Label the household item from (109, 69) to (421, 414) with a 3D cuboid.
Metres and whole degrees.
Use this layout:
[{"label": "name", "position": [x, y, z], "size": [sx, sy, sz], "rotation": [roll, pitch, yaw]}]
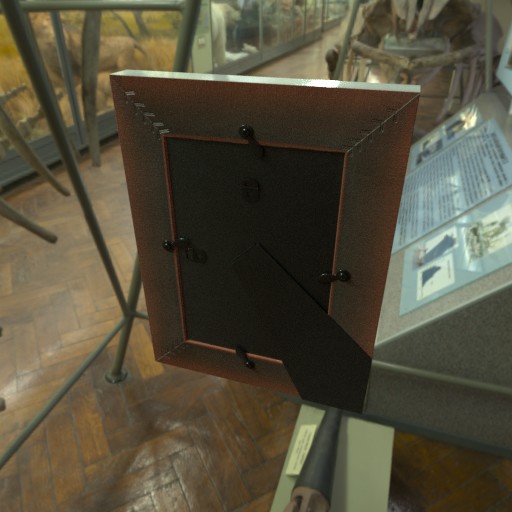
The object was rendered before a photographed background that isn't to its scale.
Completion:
[{"label": "household item", "position": [0.000, 0.000, 0.288], "size": [0.165, 0.216, 0.025], "rotation": [9, 32, 15]}]
